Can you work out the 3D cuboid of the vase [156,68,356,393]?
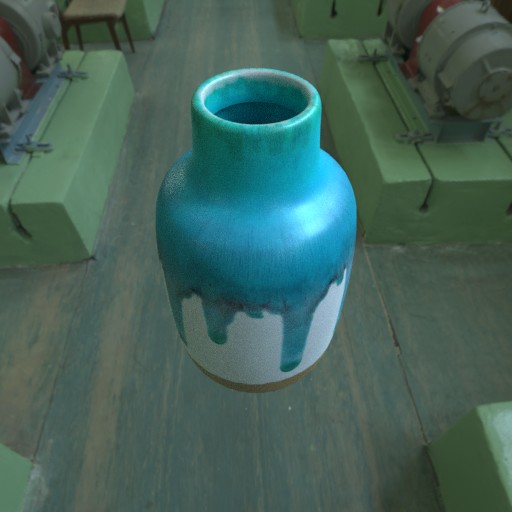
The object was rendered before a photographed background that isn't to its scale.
[{"bbox_3d":[0.000,0.000,0.250,0.106,0.192,0.106,0,47,0],"label":"vase"}]
